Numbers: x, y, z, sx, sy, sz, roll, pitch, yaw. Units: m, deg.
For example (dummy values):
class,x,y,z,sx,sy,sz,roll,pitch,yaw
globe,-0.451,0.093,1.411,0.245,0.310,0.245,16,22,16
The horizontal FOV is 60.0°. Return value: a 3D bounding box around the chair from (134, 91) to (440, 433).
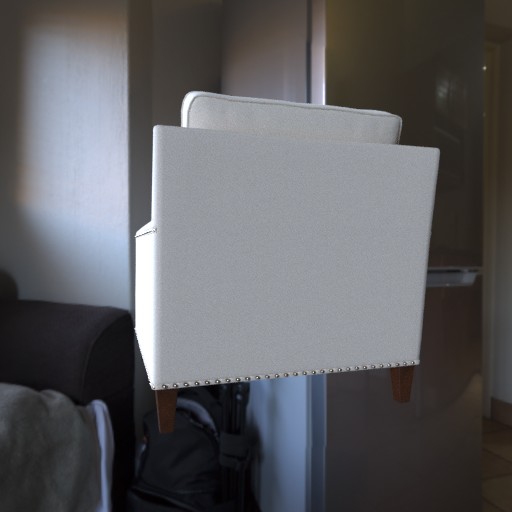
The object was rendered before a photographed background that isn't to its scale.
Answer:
class,x,y,z,sx,sy,sz,roll,pitch,yaw
chair,0.000,0.000,1.684,0.853,0.943,1.014,0,1,-18
